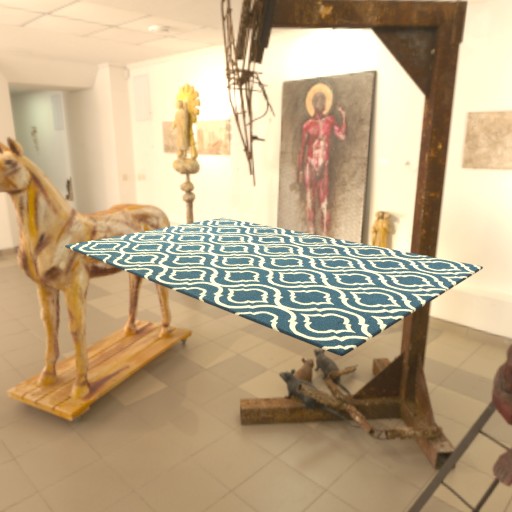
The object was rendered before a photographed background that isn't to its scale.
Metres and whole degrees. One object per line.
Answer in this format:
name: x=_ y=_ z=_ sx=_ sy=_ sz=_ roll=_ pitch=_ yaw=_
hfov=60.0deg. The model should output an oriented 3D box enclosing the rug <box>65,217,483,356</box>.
rug: x=0.000 y=0.000 z=2.190 sx=1.753 sy=0.010 sz=1.143 roll=14 pitch=21 yaw=42
